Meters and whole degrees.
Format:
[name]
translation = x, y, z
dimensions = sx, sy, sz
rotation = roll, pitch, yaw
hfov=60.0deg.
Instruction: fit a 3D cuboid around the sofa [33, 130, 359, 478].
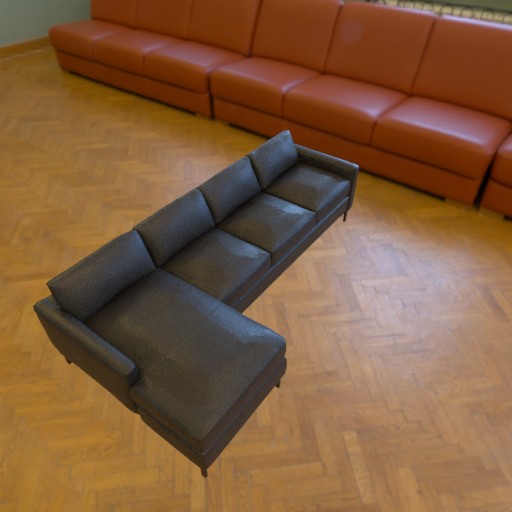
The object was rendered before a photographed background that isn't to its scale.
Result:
[sofa]
translation = 0.000, 0.000, 3.626
dimensions = 1.471, 0.859, 2.993
rotation = 26, 47, 27
